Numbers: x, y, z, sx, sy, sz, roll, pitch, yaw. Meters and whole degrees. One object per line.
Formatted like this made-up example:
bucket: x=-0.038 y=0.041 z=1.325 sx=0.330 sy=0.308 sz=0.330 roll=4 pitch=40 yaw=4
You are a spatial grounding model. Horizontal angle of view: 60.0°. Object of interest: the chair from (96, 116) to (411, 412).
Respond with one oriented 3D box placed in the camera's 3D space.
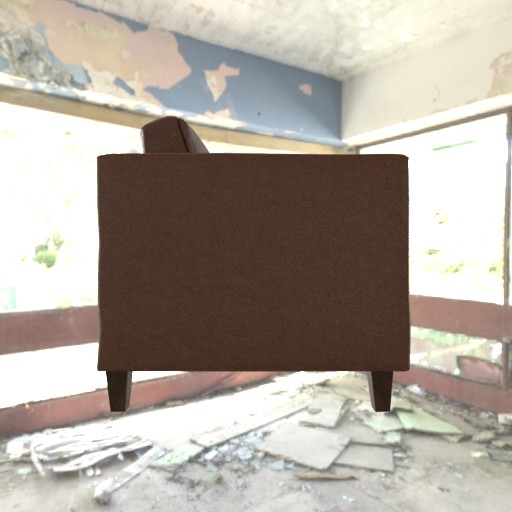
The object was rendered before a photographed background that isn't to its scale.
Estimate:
chair: x=0.000 y=0.000 z=1.815 sx=0.959 sy=0.917 sz=1.107 roll=0 pitch=1 yaw=0
